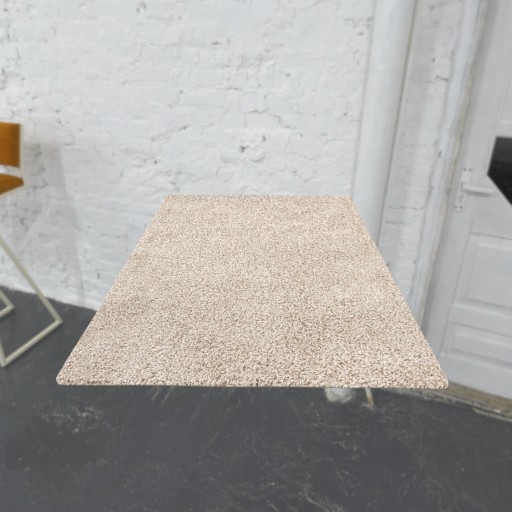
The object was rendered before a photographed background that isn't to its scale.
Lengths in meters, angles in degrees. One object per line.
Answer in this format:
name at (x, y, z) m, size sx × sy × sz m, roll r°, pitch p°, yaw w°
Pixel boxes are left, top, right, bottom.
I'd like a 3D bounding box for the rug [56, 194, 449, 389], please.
rug at (0.000, 0.000, 2.159) m, size 1.219 × 0.030 × 1.778 m, roll 0°, pitch 27°, yaw 1°
